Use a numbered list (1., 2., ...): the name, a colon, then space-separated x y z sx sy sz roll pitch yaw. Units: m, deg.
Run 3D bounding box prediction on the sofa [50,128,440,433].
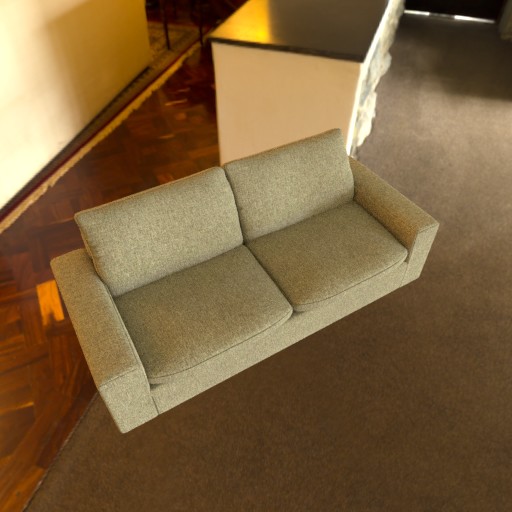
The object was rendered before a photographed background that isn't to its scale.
1. sofa: 0.000 0.000 2.854 2.299 0.922 1.040 -23 50 -21
